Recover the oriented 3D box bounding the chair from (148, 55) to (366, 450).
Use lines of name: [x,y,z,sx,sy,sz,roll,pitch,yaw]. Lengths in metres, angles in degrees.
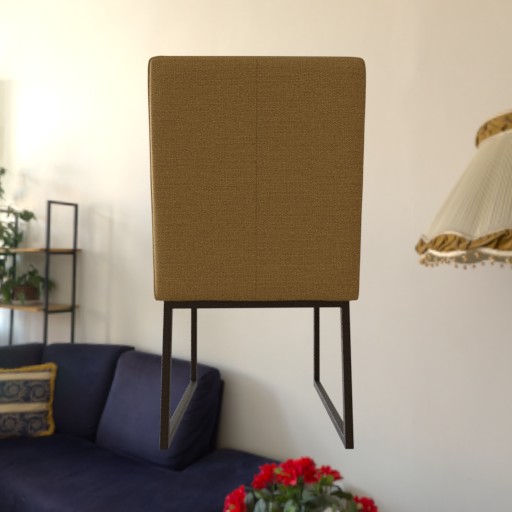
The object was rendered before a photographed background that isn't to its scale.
chair: [0.000,0.000,1.317,0.520,0.930,0.634,0,-1,0]
